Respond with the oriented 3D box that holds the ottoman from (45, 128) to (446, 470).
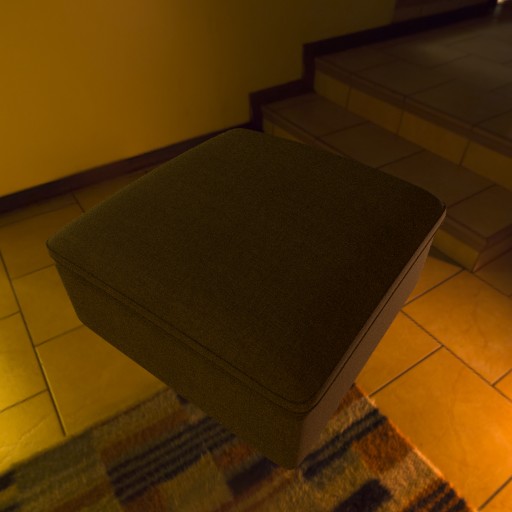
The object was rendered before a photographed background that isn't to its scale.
[{"bbox_3d":[0.000,0.000,1.696,1.067,0.559,1.067,26,48,26],"label":"ottoman"}]
